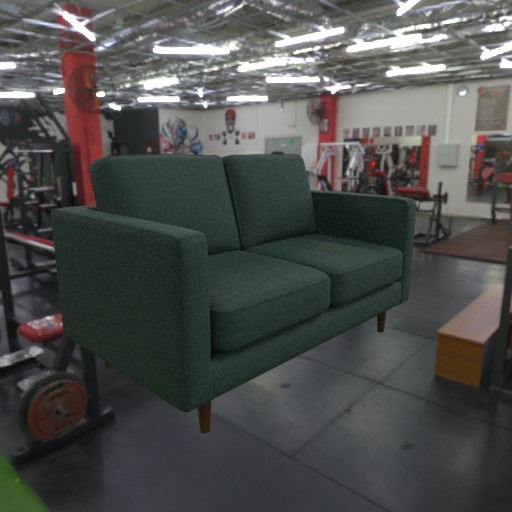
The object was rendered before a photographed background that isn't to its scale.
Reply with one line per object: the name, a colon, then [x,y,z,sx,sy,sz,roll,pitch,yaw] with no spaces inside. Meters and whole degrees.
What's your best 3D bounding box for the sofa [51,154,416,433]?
sofa: [0.000,0.000,1.999,0.879,0.899,1.430,13,18,43]
